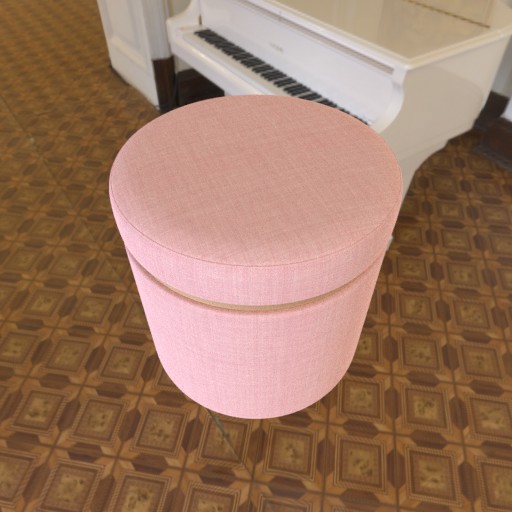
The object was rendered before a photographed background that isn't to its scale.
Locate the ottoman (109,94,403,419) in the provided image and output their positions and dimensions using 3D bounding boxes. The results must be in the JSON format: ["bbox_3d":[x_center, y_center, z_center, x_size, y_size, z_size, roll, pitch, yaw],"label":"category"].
[{"bbox_3d":[0.000,0.000,0.743,0.400,0.406,0.400,0,46,0],"label":"ottoman"}]
